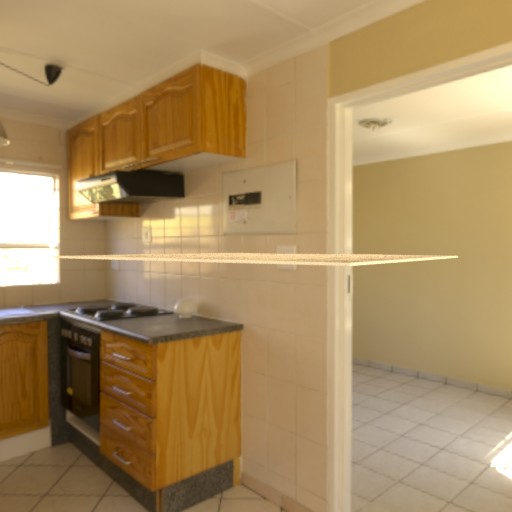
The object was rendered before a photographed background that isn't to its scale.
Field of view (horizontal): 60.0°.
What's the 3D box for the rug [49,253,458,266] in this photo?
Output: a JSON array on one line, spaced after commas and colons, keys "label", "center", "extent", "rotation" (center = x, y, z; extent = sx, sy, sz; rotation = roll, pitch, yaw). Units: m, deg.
[{"label": "rug", "center": [0.000, 0.000, 4.007], "extent": [2.921, 0.032, 2.311], "rotation": [1, 1, 37]}]
